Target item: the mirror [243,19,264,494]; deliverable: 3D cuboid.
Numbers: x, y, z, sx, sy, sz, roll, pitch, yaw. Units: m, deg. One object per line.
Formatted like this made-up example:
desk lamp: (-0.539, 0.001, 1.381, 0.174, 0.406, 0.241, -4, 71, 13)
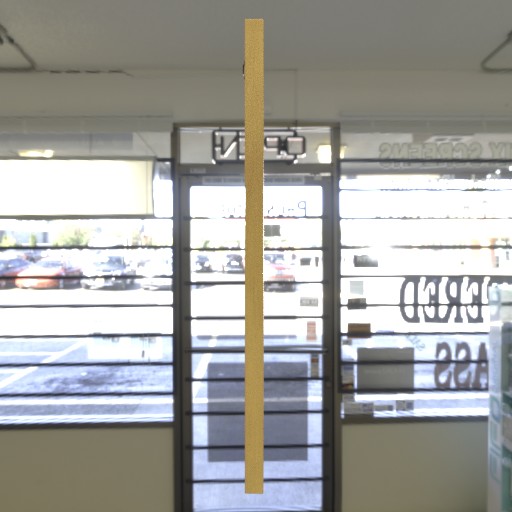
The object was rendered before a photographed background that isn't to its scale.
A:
mirror: (0.000, 0.000, 1.158, 0.040, 0.915, 0.609, 0, 1, 1)
